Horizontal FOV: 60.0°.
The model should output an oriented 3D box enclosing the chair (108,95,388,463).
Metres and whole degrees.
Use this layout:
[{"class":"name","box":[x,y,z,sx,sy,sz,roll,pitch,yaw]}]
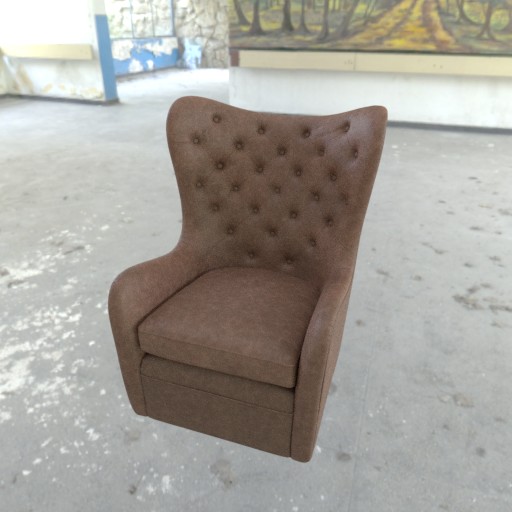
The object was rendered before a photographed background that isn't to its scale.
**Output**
[{"class":"chair","box":[0.000,0.000,1.722,0.831,1.079,0.930,9,29,17]}]
